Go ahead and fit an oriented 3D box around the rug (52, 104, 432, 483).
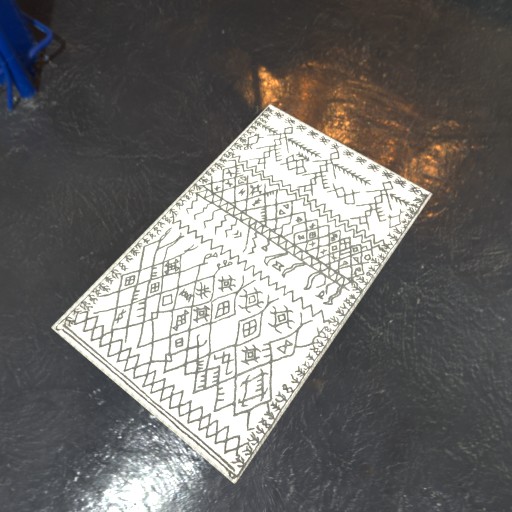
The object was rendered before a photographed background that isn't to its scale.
[{"bbox_3d":[0.000,0.000,3.136,1.526,0.012,2.444,34,69,15],"label":"rug"}]
